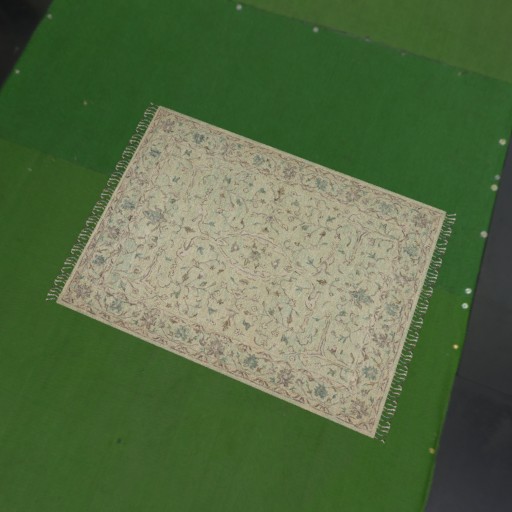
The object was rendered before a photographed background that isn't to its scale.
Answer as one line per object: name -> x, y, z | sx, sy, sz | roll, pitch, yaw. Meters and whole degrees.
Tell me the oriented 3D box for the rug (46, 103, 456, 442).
rug -> 0.000, 0.000, 2.299 | 1.802, 0.008, 1.247 | 22, 77, 5
